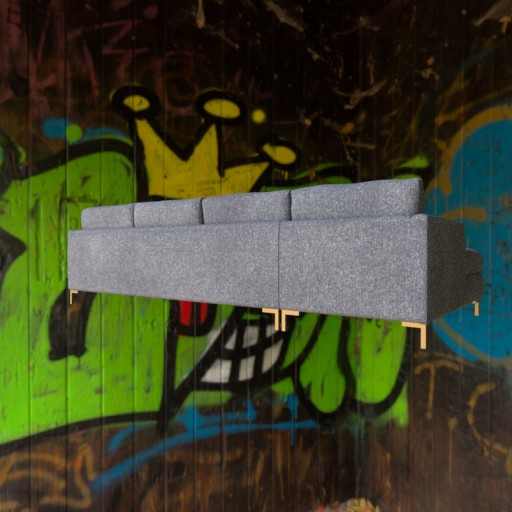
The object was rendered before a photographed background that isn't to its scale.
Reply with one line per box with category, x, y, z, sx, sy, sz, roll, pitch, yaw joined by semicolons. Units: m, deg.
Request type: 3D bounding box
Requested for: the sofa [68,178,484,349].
sofa;0.000;0.000;3.360;2.932;0.810;1.350;1;1;36
